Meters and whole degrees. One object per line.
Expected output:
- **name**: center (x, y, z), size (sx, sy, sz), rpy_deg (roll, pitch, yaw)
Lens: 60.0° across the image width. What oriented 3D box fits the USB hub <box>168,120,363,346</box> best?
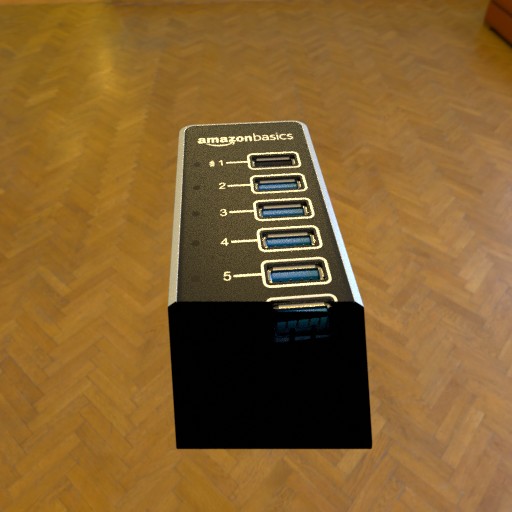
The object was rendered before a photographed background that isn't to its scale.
- **USB hub**: center (0.000, 0.000, 0.126), size (0.044, 0.023, 0.110), rpy_deg (-4, 46, -3)
